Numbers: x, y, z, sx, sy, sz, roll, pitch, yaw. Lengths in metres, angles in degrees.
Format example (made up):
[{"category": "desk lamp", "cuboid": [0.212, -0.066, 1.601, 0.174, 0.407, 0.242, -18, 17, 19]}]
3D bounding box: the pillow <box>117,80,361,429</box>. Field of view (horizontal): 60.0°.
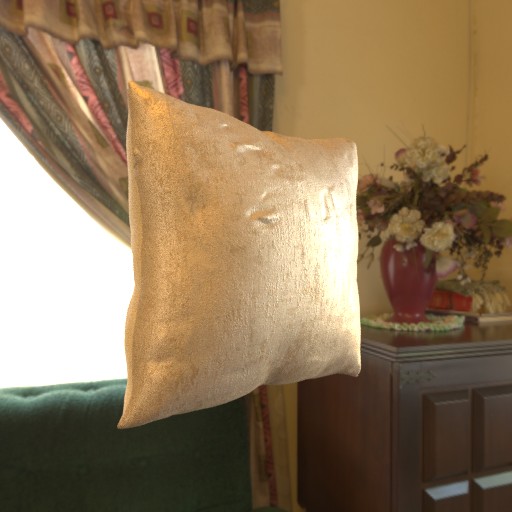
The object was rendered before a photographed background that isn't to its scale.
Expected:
[{"category": "pillow", "cuboid": [0.000, 0.000, 0.709, 0.450, 0.448, 0.245, 1, -2, -36]}]
